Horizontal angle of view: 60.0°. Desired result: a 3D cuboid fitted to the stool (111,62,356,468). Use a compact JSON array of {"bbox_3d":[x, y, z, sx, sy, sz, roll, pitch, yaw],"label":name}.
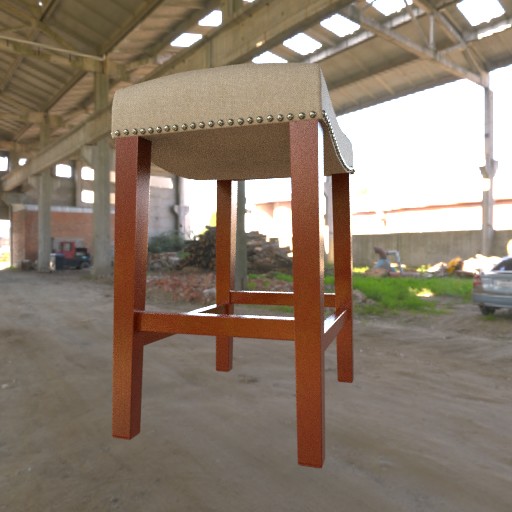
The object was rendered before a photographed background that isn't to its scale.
[{"bbox_3d":[0.000,0.000,0.950,0.375,0.632,0.509,0,0,18],"label":"stool"}]
